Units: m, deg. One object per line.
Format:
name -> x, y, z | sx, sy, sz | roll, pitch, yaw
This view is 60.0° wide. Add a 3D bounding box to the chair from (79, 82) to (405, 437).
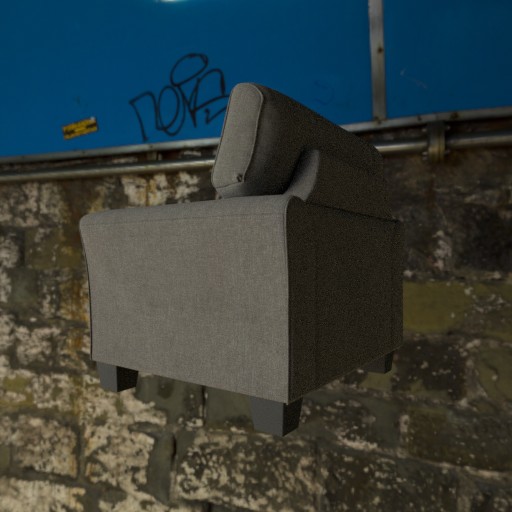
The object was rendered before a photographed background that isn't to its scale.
chair -> 0.000, 0.000, 1.614 | 0.816, 0.890, 0.941 | 0, -1, 35
